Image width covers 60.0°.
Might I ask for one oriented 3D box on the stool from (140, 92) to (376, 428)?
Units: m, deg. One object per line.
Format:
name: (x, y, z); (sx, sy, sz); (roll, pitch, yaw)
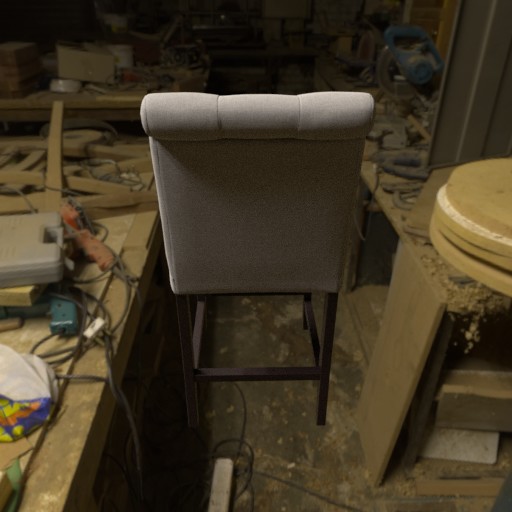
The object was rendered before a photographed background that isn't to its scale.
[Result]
stool: (0.000, 0.000, 1.347); (0.493, 1.040, 0.601); (-1, 31, -1)
